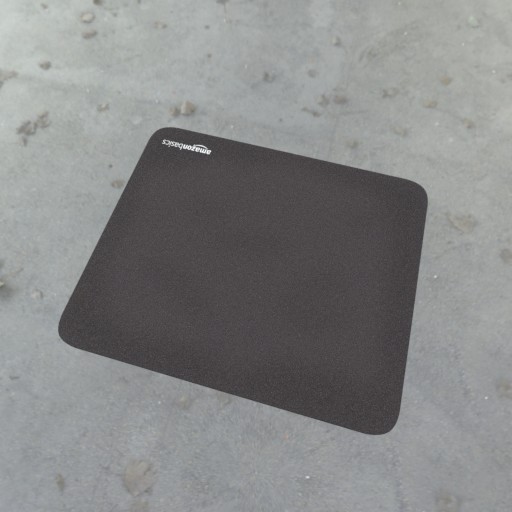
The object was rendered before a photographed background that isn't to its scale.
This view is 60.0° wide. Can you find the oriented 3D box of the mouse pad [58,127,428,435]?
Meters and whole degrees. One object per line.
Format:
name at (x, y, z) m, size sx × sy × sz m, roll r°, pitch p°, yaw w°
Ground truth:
mouse pad at (0.000, 0.000, 0.348) m, size 0.249 × 0.002 × 0.211 m, roll 14°, pitch 65°, yaw 7°
